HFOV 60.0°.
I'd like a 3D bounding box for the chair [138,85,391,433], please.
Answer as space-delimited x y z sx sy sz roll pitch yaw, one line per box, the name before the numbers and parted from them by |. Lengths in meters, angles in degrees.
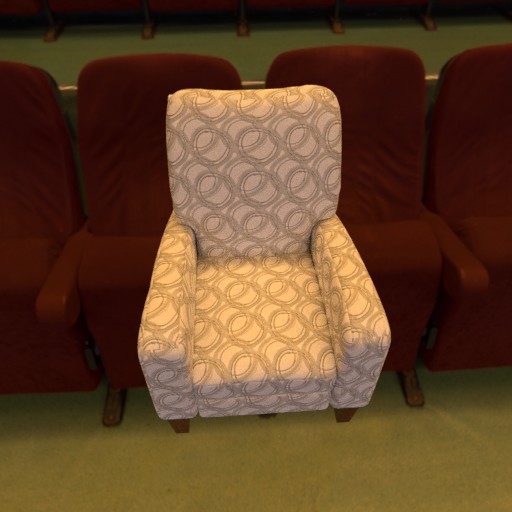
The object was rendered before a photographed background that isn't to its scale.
chair | 0.000 0.000 1.752 0.796 1.065 0.995 -3 45 -3
